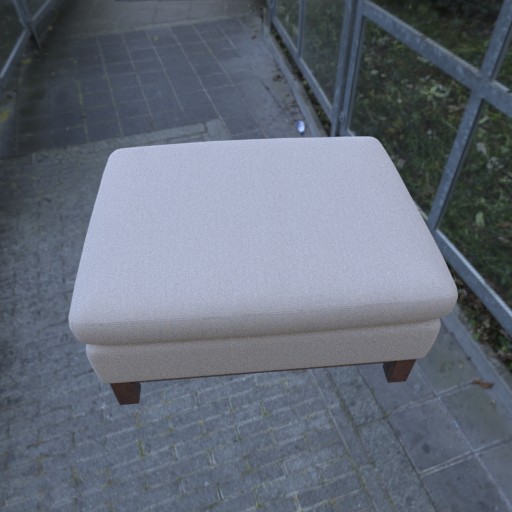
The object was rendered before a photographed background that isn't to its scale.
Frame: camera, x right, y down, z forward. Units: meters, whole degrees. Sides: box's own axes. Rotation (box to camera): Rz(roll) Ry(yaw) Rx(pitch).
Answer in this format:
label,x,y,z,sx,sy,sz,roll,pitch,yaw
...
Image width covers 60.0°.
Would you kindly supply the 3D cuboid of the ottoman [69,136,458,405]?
label,x,y,z,sx,sy,sz,roll,pitch,yaw
ottoman,0.000,0.000,1.140,0.771,0.420,0.606,-4,46,-4
